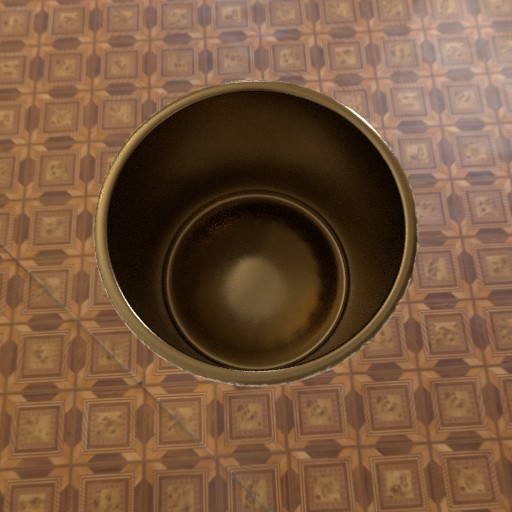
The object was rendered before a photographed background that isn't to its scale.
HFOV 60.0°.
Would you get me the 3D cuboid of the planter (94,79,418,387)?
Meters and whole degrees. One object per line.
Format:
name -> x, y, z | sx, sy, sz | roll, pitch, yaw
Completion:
planter -> 0.000, 0.000, 0.445 | 0.254, 0.221, 0.254 | 0, 74, 0
